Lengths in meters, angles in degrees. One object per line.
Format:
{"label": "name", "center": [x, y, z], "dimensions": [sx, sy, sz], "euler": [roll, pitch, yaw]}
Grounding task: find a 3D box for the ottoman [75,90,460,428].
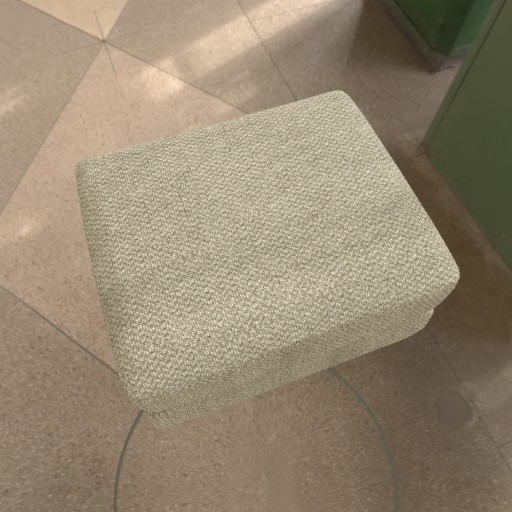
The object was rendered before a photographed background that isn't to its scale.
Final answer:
{"label": "ottoman", "center": [0.000, 0.000, 1.137], "dimensions": [0.751, 0.476, 0.603], "euler": [-18, 64, -9]}
